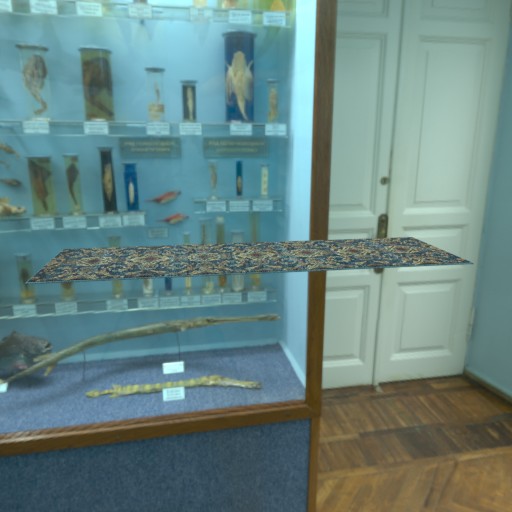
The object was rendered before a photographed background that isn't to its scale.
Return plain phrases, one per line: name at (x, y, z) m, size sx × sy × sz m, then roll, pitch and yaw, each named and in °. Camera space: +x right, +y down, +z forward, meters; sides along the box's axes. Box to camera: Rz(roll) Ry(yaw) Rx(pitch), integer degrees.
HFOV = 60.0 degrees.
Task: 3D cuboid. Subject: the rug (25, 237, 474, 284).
rug at (0.000, 0.000, 2.565) m, size 2.292 × 0.014 × 0.685 m, roll -2°, pitch 15°, yaw -9°
